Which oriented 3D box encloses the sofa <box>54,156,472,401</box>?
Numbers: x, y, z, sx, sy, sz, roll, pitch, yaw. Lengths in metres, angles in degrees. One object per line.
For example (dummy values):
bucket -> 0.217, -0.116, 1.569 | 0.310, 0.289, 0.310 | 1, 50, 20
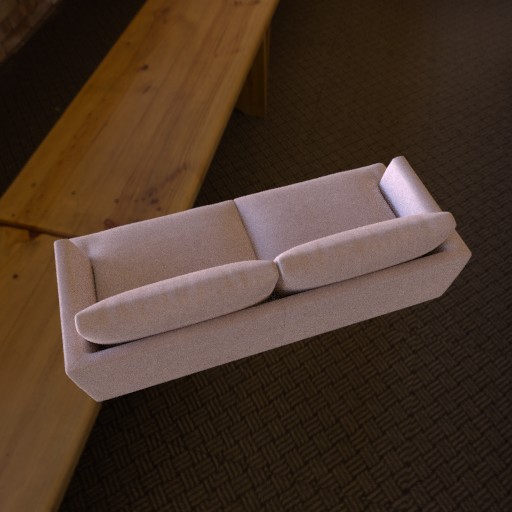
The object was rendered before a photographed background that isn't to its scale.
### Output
sofa -> 0.000, 0.000, 2.740 | 2.250, 0.868, 1.020 | -15, 58, -10
